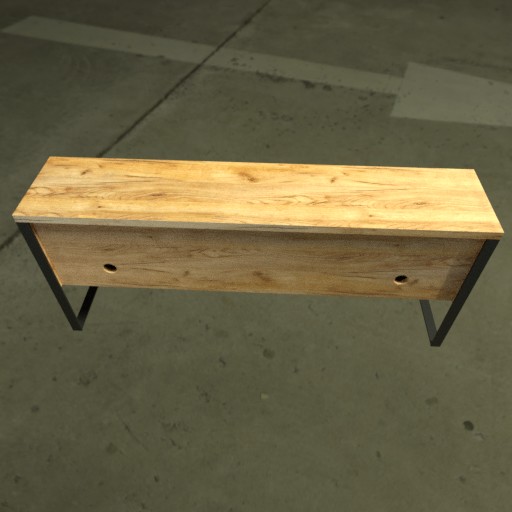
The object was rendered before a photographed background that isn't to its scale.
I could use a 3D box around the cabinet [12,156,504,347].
[{"bbox_3d":[0.000,0.000,2.031,1.800,0.762,0.395,2,47,2],"label":"cabinet"}]
